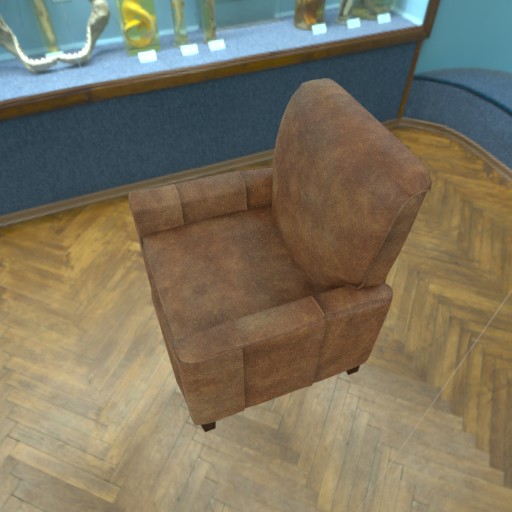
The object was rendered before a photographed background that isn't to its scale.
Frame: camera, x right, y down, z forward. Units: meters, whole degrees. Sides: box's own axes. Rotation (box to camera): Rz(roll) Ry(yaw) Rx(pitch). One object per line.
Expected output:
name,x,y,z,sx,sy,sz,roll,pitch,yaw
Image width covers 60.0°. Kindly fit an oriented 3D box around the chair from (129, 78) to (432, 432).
chair,0.000,0.000,1.709,0.836,1.043,0.843,-16,50,-14
